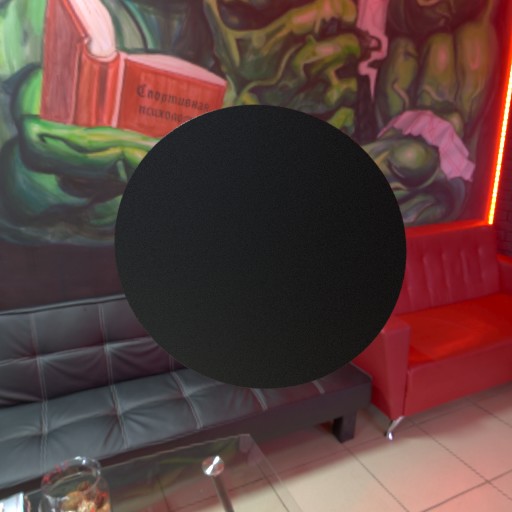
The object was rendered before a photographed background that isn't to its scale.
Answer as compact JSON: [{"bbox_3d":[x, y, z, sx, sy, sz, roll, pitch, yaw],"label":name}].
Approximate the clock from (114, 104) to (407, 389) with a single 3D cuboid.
[{"bbox_3d":[0.000,0.000,0.703,0.454,0.454,0.038,2,16,7],"label":"clock"}]
